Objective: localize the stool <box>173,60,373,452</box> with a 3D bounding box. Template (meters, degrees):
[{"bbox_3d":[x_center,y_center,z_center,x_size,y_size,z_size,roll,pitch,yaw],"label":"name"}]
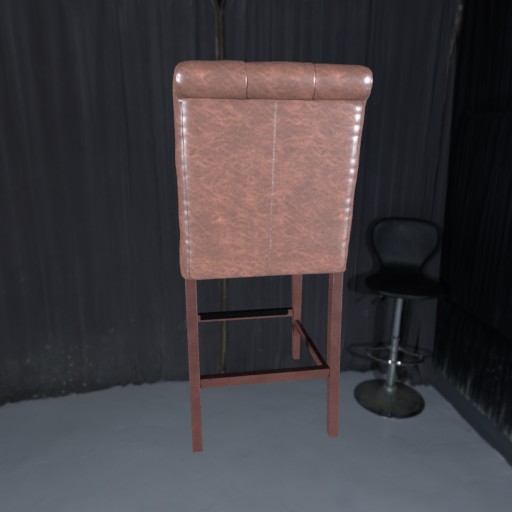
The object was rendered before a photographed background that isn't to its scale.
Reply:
[{"bbox_3d":[0.000,0.000,1.436,0.486,1.084,0.660,-2,16,-9],"label":"stool"}]
